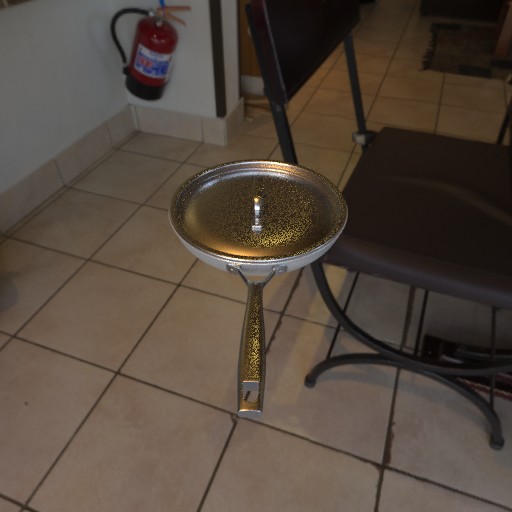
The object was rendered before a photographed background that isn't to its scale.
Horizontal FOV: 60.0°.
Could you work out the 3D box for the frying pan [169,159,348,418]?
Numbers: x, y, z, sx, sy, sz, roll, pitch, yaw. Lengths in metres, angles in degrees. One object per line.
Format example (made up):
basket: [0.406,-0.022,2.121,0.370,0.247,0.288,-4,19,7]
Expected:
frying pan: [0.000,0.000,0.606,0.272,0.086,0.490,1,41,1]
